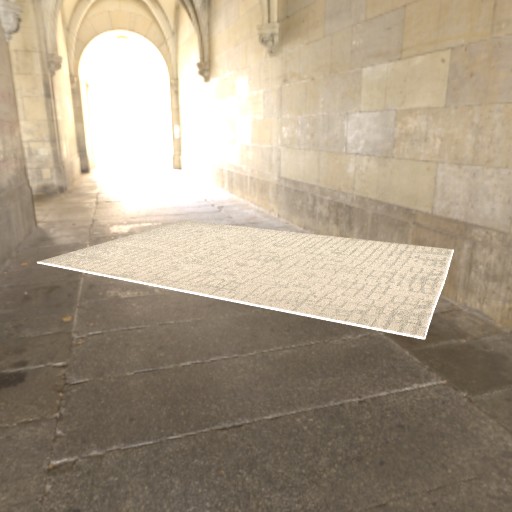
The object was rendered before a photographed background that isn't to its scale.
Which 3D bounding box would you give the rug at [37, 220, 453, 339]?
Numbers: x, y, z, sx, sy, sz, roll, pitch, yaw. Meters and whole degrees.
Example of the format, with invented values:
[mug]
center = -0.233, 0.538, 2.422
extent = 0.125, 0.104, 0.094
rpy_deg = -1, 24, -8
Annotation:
[rug]
center = 0.000, 0.000, 2.313
extent = 1.827, 0.007, 1.211
rpy_deg = 8, 18, 26
